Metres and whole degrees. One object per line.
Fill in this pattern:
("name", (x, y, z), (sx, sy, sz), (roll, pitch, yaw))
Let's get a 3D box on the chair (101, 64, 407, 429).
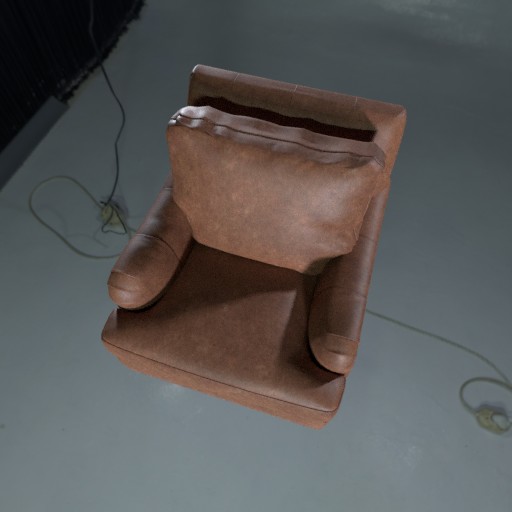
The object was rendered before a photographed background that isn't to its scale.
("chair", (0.000, 0.000, 1.922), (0.986, 1.055, 1.158), (15, 60, 9))
